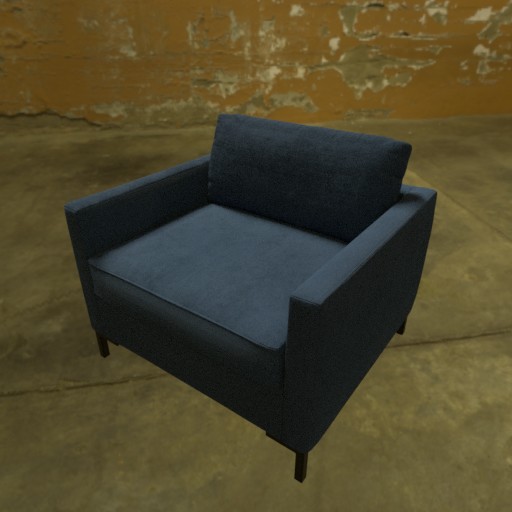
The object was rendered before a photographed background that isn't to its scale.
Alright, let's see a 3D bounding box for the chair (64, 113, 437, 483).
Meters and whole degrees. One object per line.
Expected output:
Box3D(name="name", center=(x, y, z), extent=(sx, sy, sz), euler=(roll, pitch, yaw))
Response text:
Box3D(name="chair", center=(0.000, 0.000, 1.564), extent=(0.964, 0.812, 0.875), euler=(19, 35, 31))
